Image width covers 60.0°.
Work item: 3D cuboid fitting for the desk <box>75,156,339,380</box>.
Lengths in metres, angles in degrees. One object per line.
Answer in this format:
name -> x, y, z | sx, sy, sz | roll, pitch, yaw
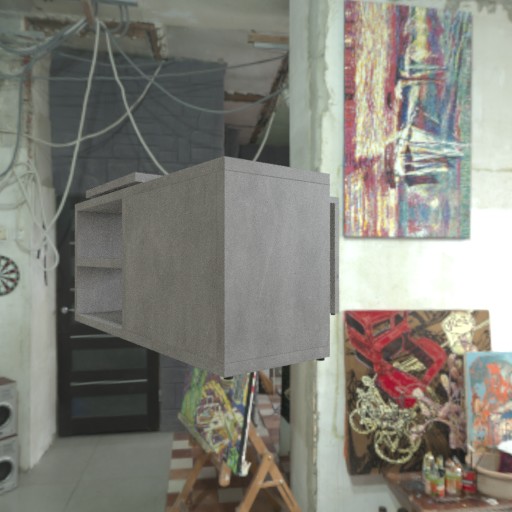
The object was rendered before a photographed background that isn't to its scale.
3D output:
desk -> 0.000, 0.000, 2.316 | 1.400, 0.740, 1.500 | 0, 0, -38
